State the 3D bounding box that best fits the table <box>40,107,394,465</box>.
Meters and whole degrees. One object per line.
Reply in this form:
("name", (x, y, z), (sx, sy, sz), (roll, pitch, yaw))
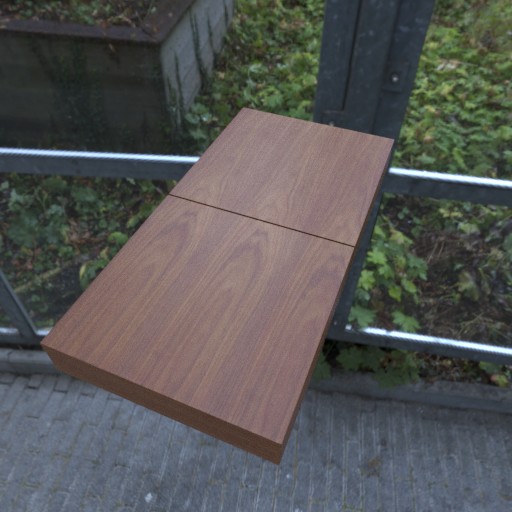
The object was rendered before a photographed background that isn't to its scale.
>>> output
("table", (0.000, 0.000, 1.464), (0.610, 0.330, 1.194), (17, 50, 15))
